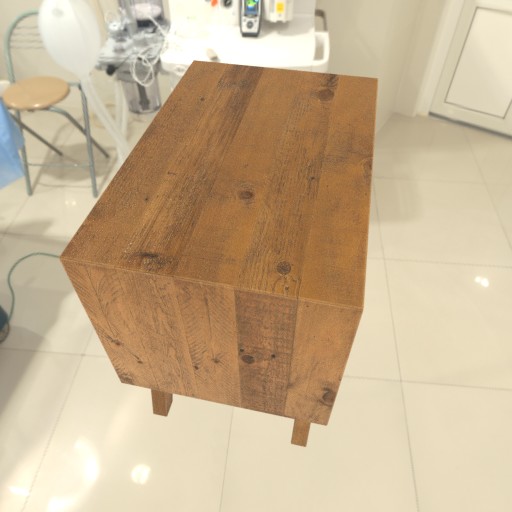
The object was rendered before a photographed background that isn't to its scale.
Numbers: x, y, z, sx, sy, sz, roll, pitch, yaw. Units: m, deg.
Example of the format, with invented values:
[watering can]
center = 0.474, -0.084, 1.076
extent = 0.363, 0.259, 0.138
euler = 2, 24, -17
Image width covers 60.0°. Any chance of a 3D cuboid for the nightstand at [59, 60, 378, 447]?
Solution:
[nightstand]
center = 0.000, 0.000, 1.045
extent = 0.450, 0.599, 0.650
euler = 9, 49, 8
